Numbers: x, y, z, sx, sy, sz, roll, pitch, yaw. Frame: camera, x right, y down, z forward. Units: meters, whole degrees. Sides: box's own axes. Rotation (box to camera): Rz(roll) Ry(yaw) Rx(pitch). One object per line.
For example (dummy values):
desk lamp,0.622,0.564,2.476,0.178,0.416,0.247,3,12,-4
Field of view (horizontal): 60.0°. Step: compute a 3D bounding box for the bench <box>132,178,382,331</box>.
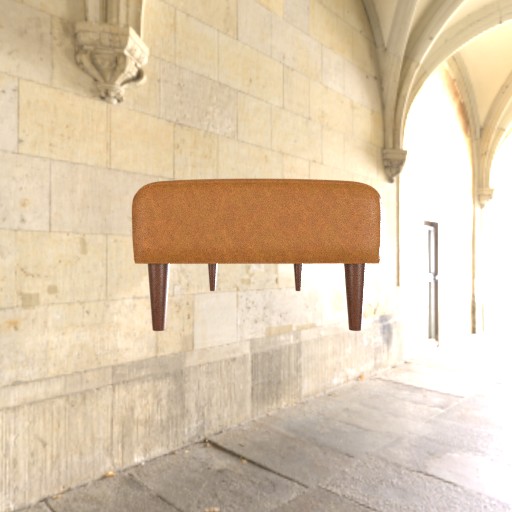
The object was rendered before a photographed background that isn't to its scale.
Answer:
bench,0.000,0.000,1.890,0.653,0.399,1.610,0,-1,0
